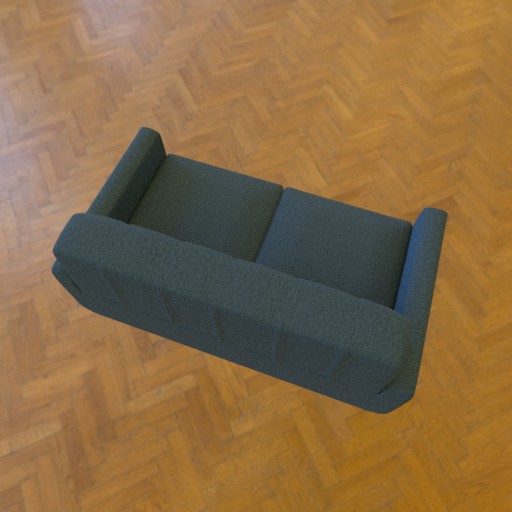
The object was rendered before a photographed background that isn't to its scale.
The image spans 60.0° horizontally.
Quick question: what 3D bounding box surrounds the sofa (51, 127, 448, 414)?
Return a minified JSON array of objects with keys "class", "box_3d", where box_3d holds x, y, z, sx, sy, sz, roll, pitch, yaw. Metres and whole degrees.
[{"class":"sofa","box_3d":[0.000,0.000,2.193,1.651,0.896,0.942,18,64,9]}]
